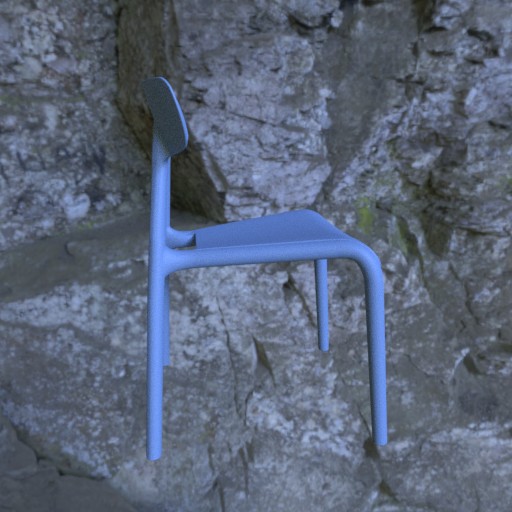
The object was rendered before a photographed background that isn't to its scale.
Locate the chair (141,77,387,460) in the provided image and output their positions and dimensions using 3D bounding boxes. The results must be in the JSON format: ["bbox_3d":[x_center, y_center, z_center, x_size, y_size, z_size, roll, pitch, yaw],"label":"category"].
[{"bbox_3d":[0.000,0.000,0.807,0.401,0.580,0.356,-2,16,-8],"label":"chair"}]
